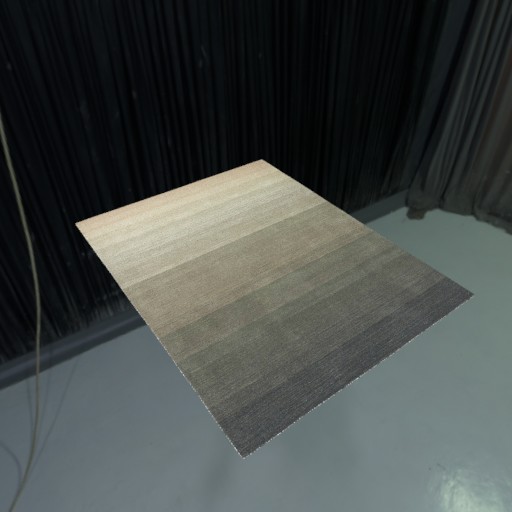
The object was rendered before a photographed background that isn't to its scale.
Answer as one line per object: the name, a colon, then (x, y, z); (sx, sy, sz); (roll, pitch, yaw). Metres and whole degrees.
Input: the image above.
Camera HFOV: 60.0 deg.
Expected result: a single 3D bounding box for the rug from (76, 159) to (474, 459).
rug: (0.000, 0.000, 4.019); (2.315, 0.015, 2.932); (-25, 46, -27)
